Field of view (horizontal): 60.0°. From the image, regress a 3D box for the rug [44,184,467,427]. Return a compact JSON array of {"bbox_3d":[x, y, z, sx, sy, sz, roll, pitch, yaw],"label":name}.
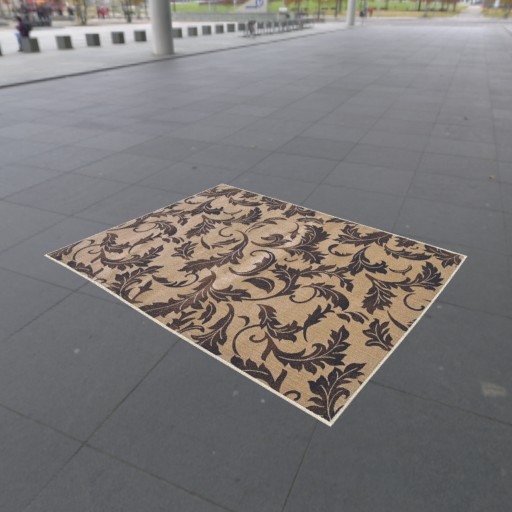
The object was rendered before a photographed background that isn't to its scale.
[{"bbox_3d":[0.000,0.000,3.965,2.977,0.008,2.380,22,36,33],"label":"rug"}]
